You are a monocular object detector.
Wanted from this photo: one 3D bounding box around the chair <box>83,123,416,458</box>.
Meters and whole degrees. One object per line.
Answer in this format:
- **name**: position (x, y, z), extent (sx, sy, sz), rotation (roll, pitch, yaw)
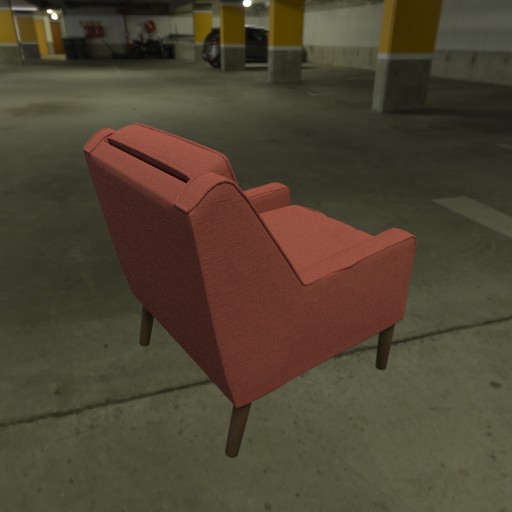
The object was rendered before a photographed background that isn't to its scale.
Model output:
- **chair**: position (0.000, 0.000, 1.397), extent (0.770, 0.812, 0.680), rotation (-18, 31, -32)
